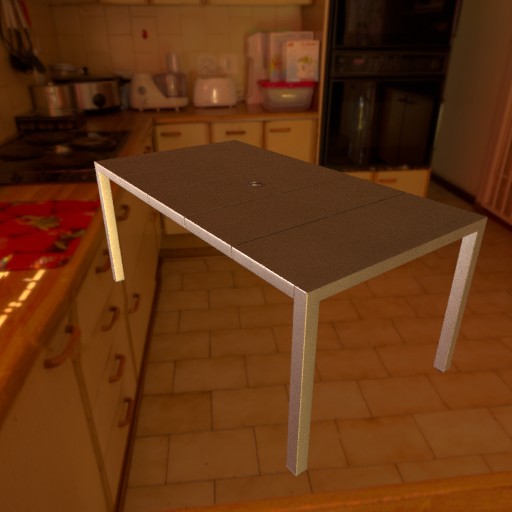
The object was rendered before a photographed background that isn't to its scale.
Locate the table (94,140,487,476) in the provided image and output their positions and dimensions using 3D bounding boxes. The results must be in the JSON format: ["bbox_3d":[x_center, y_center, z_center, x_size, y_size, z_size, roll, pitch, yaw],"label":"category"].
[{"bbox_3d":[0.000,0.000,2.179,0.914,0.735,1.680,-18,32,-32],"label":"table"}]
